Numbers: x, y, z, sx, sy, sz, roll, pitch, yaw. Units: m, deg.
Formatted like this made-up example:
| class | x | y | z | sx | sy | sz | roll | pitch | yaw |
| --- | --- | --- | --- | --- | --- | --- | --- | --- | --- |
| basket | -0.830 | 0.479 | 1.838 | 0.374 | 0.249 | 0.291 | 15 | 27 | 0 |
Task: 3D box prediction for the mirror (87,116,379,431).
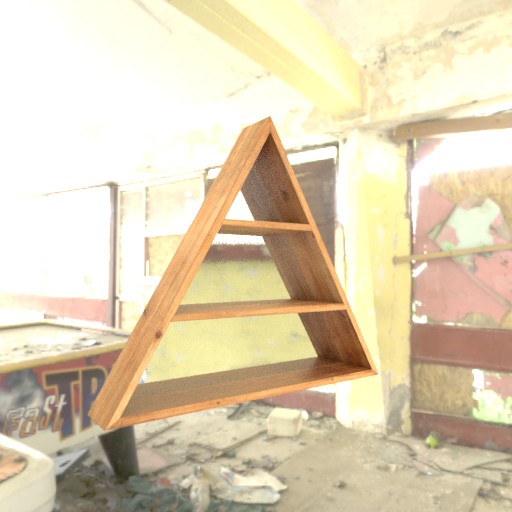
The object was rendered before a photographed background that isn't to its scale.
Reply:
| class | x | y | z | sx | sy | sz | roll | pitch | yaw |
| --- | --- | --- | --- | --- | --- | --- | --- | --- | --- |
| mirror | 0.000 | 0.000 | 0.901 | 0.631 | 0.548 | 0.100 | 1 | -2 | -35 |
